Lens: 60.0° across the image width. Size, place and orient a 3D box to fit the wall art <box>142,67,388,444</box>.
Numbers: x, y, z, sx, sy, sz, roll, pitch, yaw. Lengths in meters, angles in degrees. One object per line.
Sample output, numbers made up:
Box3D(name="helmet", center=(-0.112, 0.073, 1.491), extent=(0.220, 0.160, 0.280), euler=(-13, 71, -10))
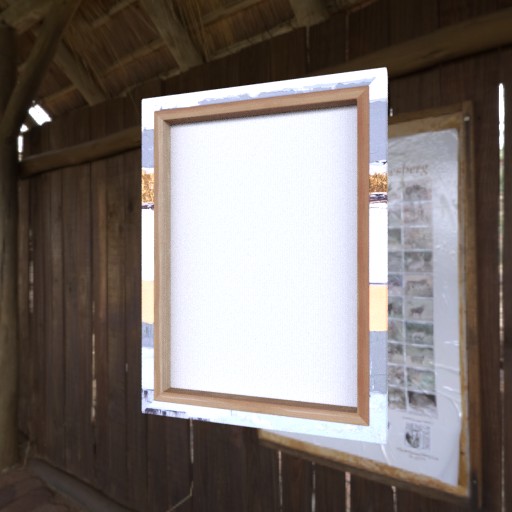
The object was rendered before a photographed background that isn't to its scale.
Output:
Box3D(name="wall art", center=(0.000, 0.000, 0.803), extent=(0.456, 0.609, 0.038), euler=(0, 0, 19))
